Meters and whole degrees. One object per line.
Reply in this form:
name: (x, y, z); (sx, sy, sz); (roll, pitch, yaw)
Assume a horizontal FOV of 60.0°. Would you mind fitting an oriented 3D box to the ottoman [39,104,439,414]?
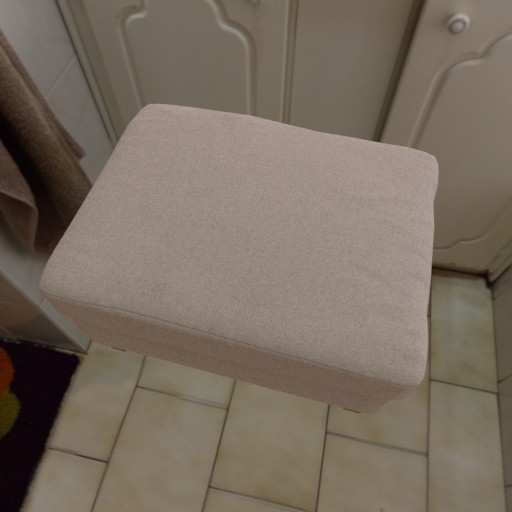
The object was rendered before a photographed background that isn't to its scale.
ottoman: (0.000, 0.000, 1.296); (0.902, 0.511, 0.692); (13, 59, 8)
